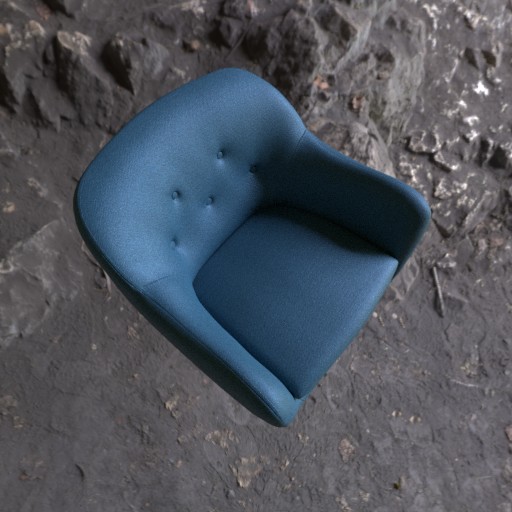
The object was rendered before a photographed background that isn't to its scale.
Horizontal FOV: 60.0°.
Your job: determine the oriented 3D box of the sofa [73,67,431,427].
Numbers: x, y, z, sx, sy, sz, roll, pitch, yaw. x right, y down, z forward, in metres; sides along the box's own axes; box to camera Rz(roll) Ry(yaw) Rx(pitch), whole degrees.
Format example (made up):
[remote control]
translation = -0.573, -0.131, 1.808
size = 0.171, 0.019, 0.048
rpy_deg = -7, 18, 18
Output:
[sofa]
translation = 0.000, 0.000, 1.487
size = 0.825, 0.817, 0.836
rpy_deg = 34, 65, 19
